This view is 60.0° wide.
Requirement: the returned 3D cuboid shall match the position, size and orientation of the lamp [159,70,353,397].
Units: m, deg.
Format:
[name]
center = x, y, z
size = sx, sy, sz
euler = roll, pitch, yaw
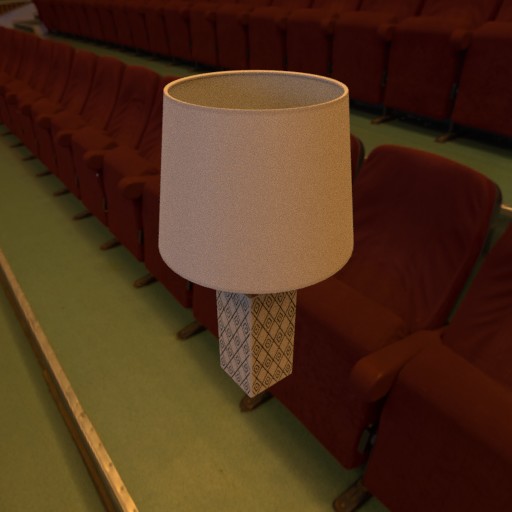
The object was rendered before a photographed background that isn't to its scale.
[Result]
[lamp]
center = 0.000, 0.000, 0.598
size = 0.251, 0.435, 0.251
euler = 0, 32, 0
